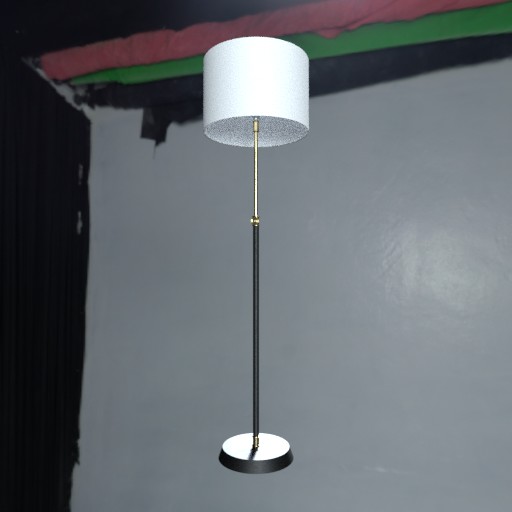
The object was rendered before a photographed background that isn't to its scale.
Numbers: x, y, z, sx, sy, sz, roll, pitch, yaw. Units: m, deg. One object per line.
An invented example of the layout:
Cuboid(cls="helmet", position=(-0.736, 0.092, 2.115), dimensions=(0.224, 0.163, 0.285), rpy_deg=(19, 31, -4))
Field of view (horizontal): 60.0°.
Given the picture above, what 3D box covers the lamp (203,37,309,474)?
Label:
Cuboid(cls="lamp", position=(0.000, 0.000, 1.694), dimensions=(0.404, 1.517, 0.404), rpy_deg=(0, -1, 18))
